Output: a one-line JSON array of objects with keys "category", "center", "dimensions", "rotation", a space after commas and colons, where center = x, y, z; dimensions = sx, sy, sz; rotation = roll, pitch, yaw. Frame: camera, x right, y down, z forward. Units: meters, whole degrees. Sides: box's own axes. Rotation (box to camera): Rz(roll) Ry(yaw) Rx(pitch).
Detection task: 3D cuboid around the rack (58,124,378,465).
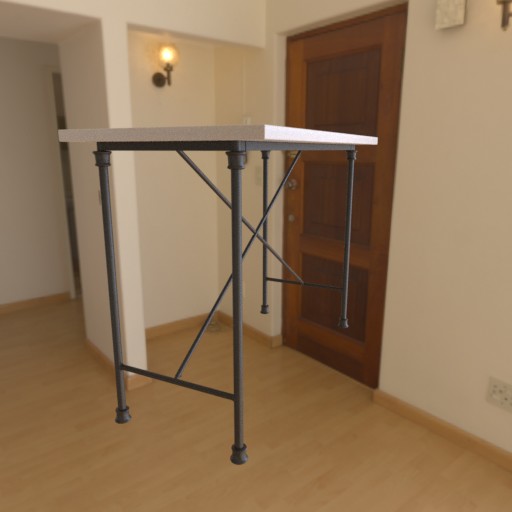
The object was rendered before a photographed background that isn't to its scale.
[{"category": "rack", "center": [0.000, 0.000, 1.663], "dimensions": [0.613, 0.880, 1.159], "rotation": [7, 15, 25]}]
